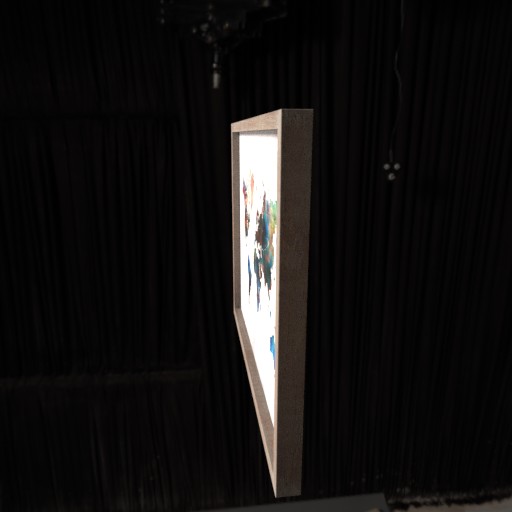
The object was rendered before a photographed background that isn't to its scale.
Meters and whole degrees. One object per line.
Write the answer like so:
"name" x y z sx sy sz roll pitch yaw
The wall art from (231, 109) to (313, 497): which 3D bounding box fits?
"wall art" 0.000 0.000 1.713 0.070 1.009 1.320 -2 15 -7
